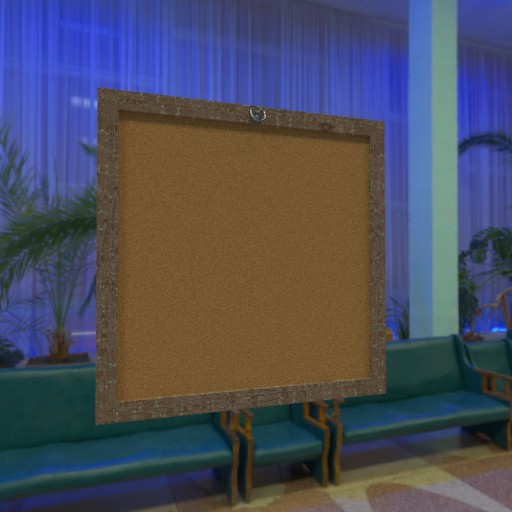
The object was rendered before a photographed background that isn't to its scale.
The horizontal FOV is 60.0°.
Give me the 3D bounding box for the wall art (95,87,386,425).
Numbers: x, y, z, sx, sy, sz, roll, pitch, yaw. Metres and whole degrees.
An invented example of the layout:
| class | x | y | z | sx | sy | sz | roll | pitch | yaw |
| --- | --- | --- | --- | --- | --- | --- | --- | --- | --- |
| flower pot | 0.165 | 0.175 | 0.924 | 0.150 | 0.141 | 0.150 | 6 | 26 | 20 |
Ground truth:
| class | x | y | z | sx | sy | sz | roll | pitch | yaw |
| --- | --- | --- | --- | --- | --- | --- | --- | --- | --- |
| wall art | 0.000 | 0.000 | 0.561 | 0.380 | 0.380 | 0.022 | 0 | -1 | -19 |
